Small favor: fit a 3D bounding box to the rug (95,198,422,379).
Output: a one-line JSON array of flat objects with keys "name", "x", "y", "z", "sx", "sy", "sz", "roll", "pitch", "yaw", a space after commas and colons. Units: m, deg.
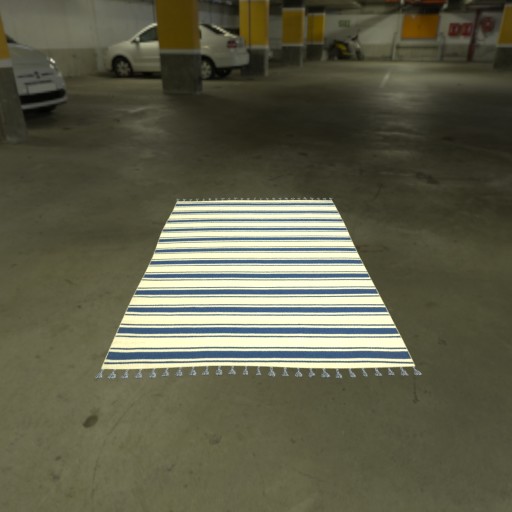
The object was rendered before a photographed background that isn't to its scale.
[{"name": "rug", "x": 0.000, "y": 0.000, "z": 2.624, "sx": 1.248, "sy": 0.009, "sz": 2.108, "roll": 0, "pitch": 26, "yaw": -1}]
